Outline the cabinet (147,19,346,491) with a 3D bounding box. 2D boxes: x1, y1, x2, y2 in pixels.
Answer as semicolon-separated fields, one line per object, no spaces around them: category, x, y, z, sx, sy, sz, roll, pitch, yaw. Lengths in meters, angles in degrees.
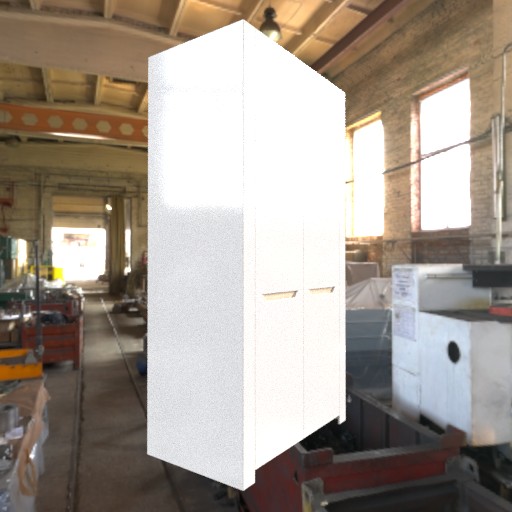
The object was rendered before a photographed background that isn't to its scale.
cabinet;0.000;0.000;2.364;0.580;1.920;0.980;0;-1;36
